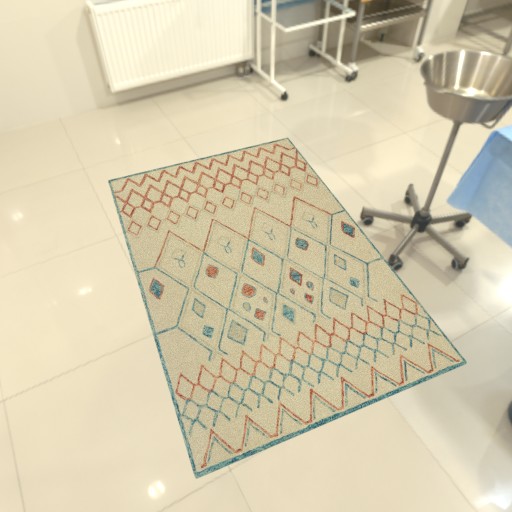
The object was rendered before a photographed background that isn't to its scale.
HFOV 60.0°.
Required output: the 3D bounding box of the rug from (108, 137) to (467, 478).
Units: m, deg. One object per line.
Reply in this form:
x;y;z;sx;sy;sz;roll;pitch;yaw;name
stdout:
0.000;0.000;2.315;1.219;0.016;1.829;-17;51;-14;rug
